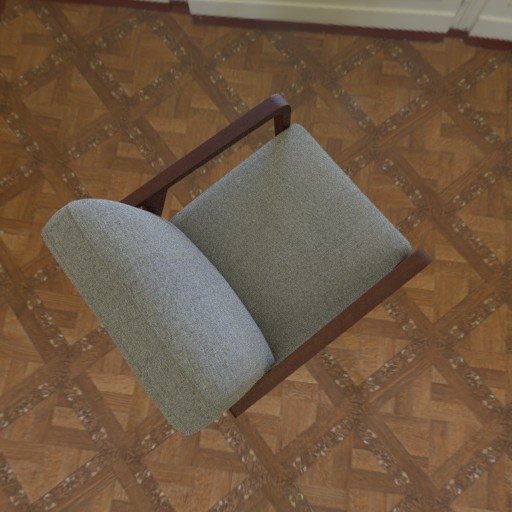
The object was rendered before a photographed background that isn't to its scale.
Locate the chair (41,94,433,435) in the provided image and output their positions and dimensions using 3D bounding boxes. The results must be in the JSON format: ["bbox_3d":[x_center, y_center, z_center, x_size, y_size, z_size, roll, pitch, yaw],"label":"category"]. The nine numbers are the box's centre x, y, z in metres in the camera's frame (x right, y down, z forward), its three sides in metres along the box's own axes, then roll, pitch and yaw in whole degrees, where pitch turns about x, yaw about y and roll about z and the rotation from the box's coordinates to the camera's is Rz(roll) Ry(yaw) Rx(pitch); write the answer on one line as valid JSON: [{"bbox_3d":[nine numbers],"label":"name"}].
[{"bbox_3d":[0.000,0.000,1.401,0.858,0.847,0.704,-38,79,-9],"label":"chair"}]
